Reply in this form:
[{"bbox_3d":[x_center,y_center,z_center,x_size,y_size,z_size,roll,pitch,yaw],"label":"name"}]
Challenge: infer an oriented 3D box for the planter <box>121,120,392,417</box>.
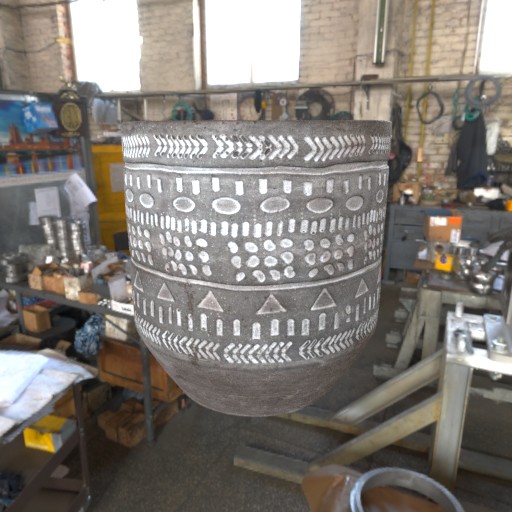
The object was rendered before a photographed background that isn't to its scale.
[{"bbox_3d":[0.000,0.000,0.222,0.122,0.128,0.122,0,15,0],"label":"planter"}]
